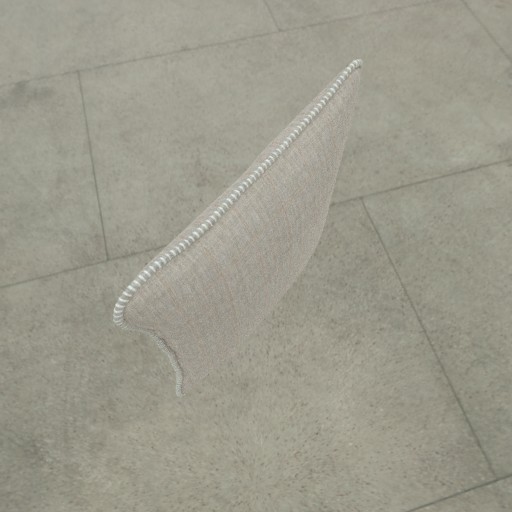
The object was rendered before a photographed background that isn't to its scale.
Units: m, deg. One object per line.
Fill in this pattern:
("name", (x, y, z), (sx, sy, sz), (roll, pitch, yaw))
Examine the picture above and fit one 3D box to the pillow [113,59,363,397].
("pillow", (0.000, 0.000, 0.744), (0.124, 0.494, 0.485), (35, 68, 16))
